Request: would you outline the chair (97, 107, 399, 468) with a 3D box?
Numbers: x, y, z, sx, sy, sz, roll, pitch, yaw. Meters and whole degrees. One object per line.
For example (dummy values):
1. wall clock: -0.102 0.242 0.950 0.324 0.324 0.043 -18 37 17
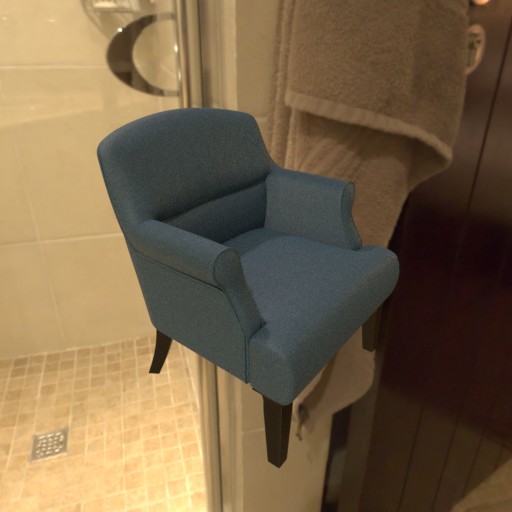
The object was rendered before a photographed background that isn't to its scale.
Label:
1. chair: 0.000 0.000 1.484 0.754 0.878 0.770 19 32 32
